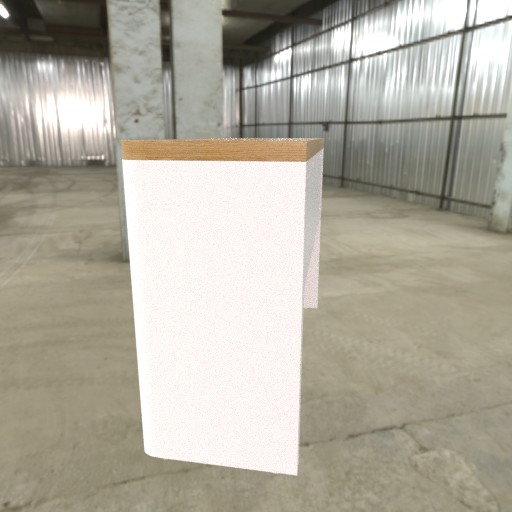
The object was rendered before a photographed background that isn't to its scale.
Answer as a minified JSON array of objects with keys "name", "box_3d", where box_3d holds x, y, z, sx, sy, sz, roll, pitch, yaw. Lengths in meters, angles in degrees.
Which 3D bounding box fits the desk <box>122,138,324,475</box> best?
[{"name":"desk","box_3d":[0.000,0.000,1.488,0.390,0.760,1.100,3,15,10]}]
